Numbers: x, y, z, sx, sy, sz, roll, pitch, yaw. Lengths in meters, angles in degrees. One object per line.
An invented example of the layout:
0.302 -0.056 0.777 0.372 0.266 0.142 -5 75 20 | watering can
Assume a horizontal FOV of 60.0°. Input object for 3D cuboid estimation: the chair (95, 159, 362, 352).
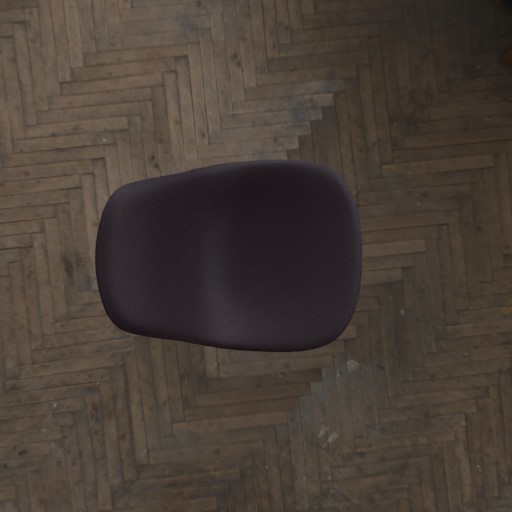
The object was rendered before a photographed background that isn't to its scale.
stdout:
0.000 0.000 1.123 0.533 0.826 0.470 0 91 -2 | chair
